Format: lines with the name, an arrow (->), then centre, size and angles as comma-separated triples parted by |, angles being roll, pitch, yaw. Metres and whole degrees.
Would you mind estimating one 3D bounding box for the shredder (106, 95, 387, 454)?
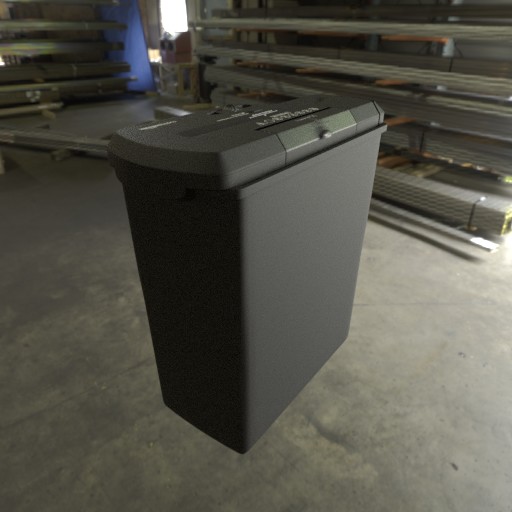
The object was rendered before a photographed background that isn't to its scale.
shredder -> 0.000, 0.000, 0.518 | 0.170, 0.335, 0.320 | 19, 34, 31
